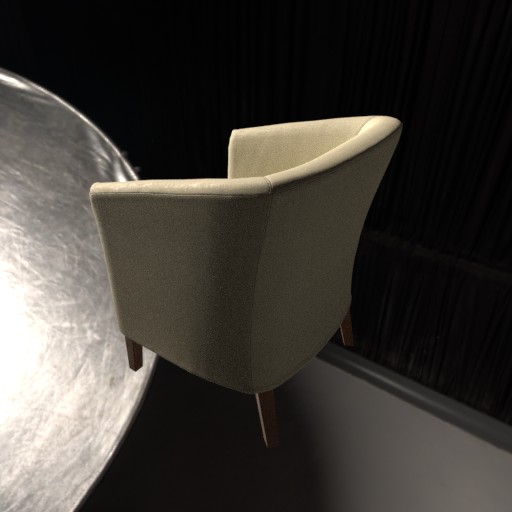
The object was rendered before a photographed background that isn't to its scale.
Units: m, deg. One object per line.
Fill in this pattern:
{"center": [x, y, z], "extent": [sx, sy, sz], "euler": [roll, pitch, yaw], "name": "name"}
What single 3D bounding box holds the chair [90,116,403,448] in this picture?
{"center": [0.000, 0.000, 1.325], "extent": [0.657, 0.822, 0.643], "euler": [21, 38, 30], "name": "chair"}
